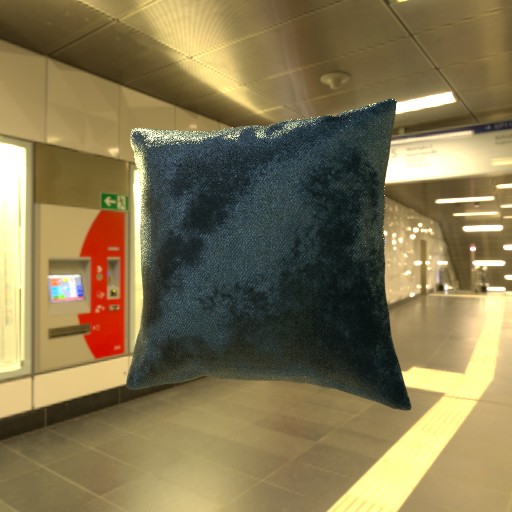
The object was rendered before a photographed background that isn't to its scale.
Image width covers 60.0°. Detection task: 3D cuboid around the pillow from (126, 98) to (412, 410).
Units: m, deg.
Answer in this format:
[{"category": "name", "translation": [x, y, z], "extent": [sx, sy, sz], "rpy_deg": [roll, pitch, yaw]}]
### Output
[{"category": "pillow", "translation": [0.000, 0.000, 0.660], "extent": [0.436, 0.430, 0.138], "rpy_deg": [0, -1, 17]}]
